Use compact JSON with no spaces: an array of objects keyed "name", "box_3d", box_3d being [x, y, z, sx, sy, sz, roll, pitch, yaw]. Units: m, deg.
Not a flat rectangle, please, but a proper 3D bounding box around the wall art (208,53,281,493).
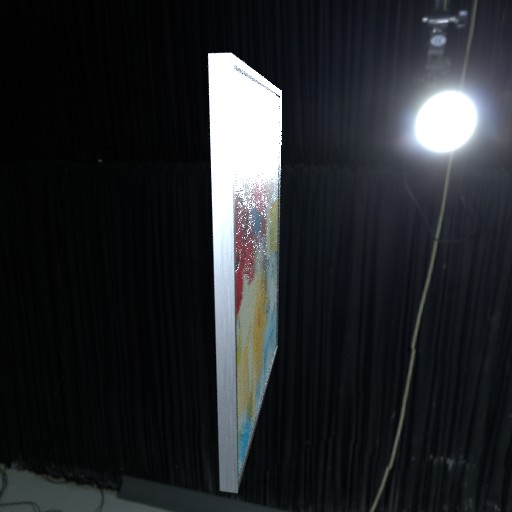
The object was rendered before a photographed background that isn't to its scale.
[{"name":"wall art","box_3d":[0.000,0.000,0.760,0.025,0.569,0.444,3,16,10]}]
